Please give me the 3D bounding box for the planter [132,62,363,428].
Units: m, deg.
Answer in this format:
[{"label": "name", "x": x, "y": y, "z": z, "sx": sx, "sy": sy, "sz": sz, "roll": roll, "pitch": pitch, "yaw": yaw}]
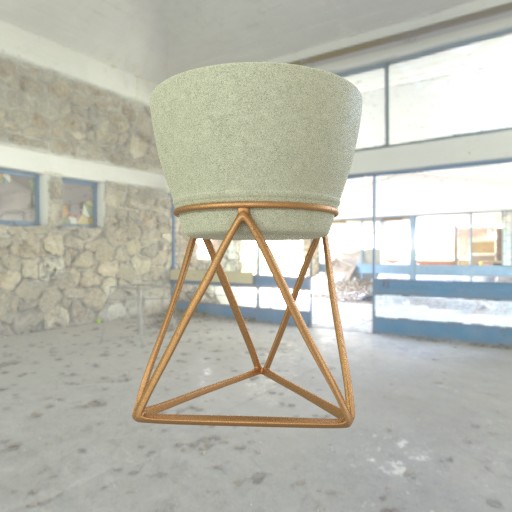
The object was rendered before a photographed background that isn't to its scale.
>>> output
[{"label": "planter", "x": 0.000, "y": 0.000, "z": 0.748, "sx": 0.350, "sy": 0.504, "sz": 0.350, "roll": 0, "pitch": 0, "yaw": 35}]
